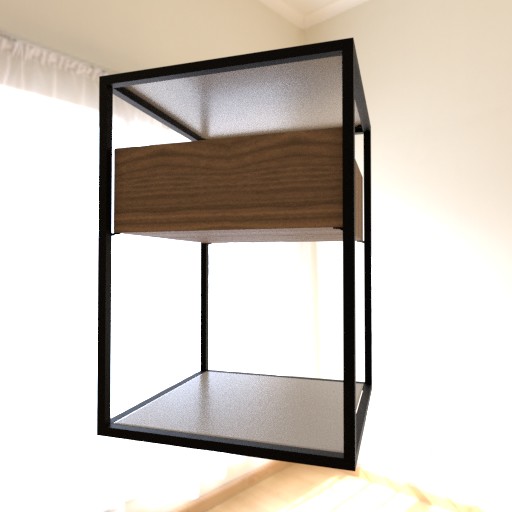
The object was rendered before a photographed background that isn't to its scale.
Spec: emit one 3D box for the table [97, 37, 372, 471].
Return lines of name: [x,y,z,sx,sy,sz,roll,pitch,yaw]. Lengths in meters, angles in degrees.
table: [0.000,0.000,0.788,0.378,0.540,0.378,0,-1,18]
